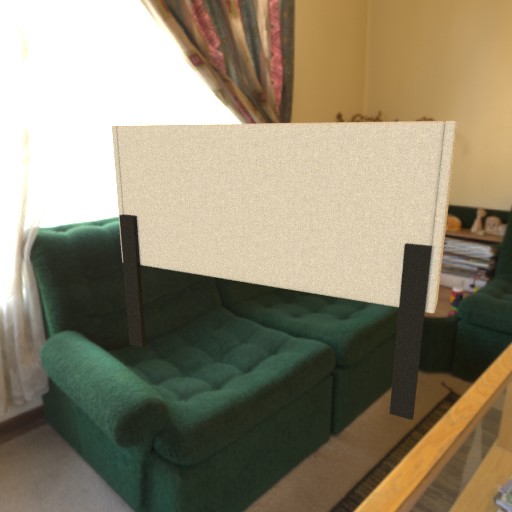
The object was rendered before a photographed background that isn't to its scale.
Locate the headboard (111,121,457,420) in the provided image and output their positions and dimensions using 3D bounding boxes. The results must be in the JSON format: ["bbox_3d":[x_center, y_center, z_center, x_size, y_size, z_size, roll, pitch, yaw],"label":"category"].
[{"bbox_3d":[0.000,0.000,2.665,2.051,1.524,0.184,8,17,26],"label":"headboard"}]
